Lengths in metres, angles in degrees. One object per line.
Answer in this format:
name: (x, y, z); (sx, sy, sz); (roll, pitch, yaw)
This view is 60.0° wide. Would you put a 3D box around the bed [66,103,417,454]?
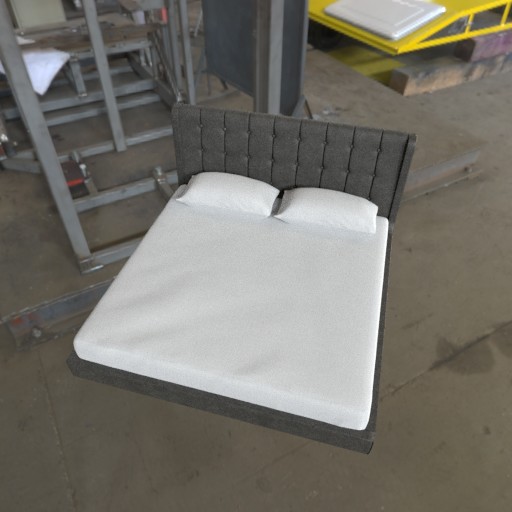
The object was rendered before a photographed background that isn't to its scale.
bed: (0.000, 0.000, 3.127); (1.903, 1.158, 2.031); (11, 45, 11)
